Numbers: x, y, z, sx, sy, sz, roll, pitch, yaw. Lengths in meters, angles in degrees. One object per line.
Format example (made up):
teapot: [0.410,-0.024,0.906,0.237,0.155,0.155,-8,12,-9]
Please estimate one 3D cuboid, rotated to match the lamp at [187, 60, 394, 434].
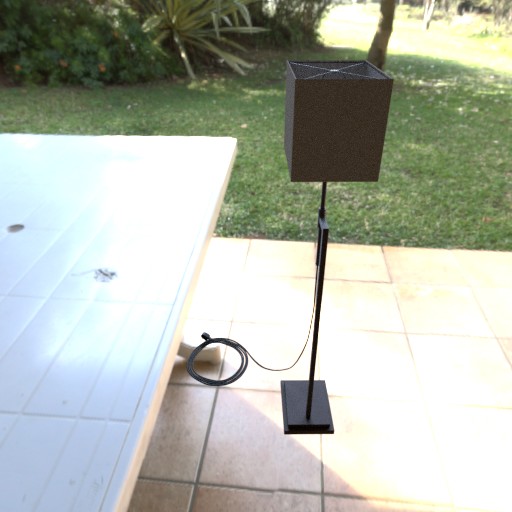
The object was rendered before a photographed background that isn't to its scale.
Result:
lamp: [0.000,0.000,1.965,0.774,1.600,0.698,0,32,0]
